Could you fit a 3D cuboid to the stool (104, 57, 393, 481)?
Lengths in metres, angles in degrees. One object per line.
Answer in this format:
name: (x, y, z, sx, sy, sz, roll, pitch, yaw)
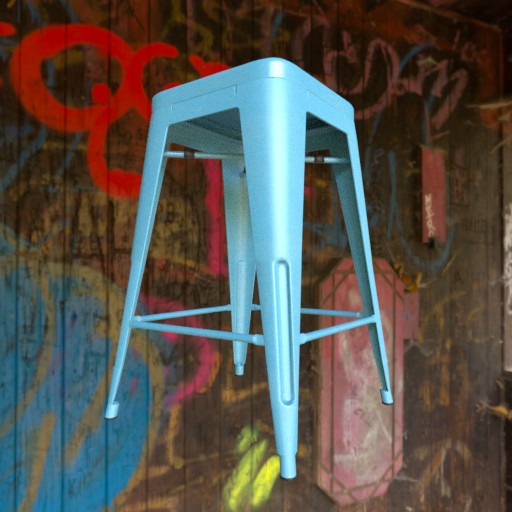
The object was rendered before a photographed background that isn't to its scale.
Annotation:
stool: (0.000, 0.000, 0.871, 0.410, 0.608, 0.410, -1, -1, 36)
